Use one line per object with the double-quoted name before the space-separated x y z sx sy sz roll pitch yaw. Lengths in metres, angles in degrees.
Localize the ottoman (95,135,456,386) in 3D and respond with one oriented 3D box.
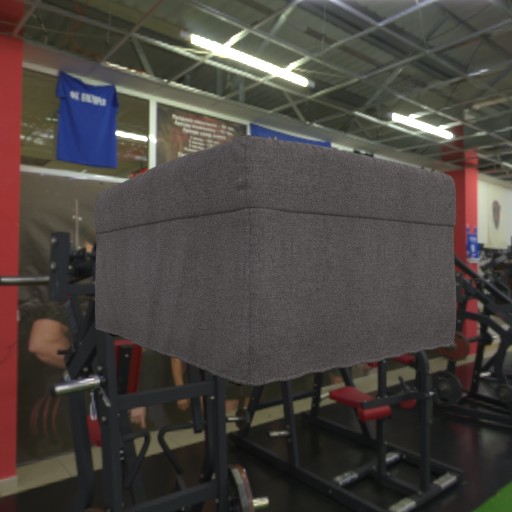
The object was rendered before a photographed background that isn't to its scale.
"ottoman" 0.000 0.000 1.236 0.652 0.492 0.833 1 -1 -37
